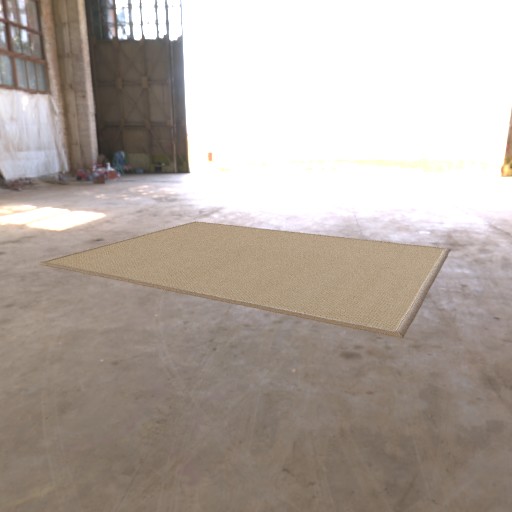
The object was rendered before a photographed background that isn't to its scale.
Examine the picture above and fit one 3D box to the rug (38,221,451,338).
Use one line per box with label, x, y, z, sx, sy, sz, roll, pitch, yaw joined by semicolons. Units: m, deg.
rug;0.000;0.000;2.739;2.081;0.020;1.525;8;17;28
